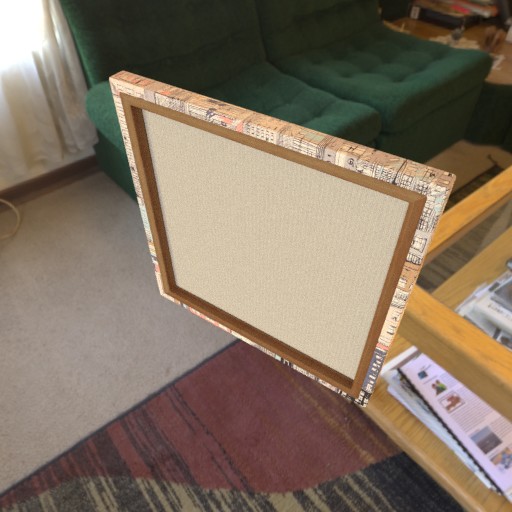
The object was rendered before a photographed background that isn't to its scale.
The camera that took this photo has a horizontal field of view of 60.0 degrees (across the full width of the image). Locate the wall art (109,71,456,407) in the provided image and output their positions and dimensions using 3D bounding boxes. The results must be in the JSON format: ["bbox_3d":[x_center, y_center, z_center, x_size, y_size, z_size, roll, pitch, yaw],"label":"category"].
[{"bbox_3d":[0.000,0.000,0.903,0.607,0.608,0.038,25,50,22],"label":"wall art"}]
